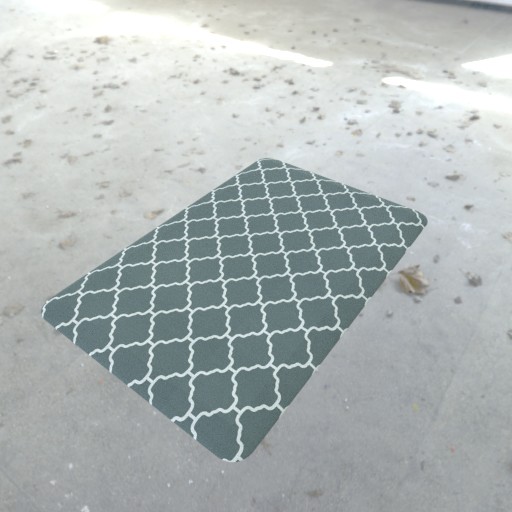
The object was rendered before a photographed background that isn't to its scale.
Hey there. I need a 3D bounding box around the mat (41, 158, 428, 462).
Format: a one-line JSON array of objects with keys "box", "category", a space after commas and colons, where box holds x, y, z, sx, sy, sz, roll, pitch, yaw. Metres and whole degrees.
[{"box": [0.000, 0.000, 0.967, 0.508, 0.021, 0.762, 27, 48, 27], "category": "mat"}]
